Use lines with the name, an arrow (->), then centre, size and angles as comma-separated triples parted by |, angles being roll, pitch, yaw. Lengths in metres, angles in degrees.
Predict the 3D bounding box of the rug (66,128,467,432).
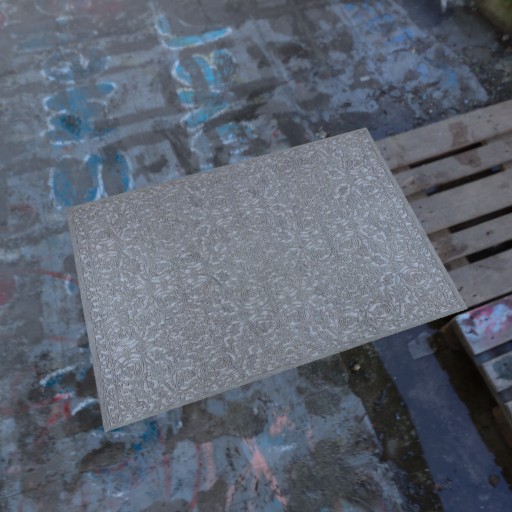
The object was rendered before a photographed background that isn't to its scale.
rug -> 0.000, 0.000, 2.344 | 1.827, 0.006, 1.221 | -17, 66, -8
